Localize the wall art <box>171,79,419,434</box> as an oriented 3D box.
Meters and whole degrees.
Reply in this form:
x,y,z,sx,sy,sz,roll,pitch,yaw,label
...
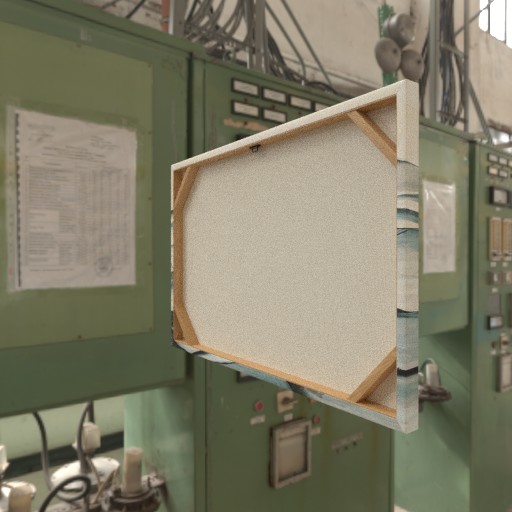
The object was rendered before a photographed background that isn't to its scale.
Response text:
x,y,z,sx,sy,sz,roll,pitch,yaw,label
0.000,0.000,1.136,0.039,0.609,0.914,0,0,-36,wall art
